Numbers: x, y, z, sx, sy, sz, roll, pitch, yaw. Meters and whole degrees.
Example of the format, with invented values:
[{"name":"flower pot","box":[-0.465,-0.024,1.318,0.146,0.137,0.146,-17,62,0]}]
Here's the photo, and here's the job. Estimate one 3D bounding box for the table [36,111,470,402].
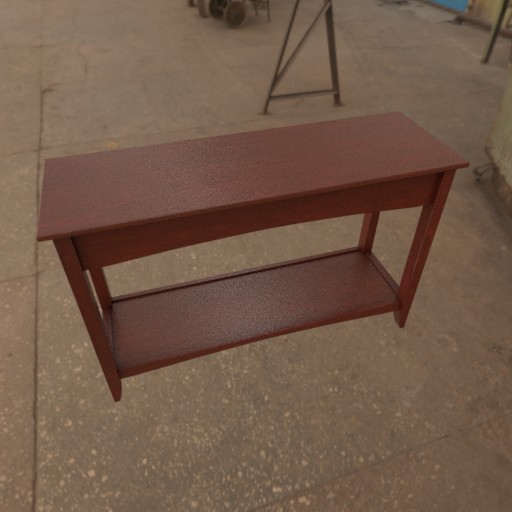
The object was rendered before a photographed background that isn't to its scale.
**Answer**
[{"name":"table","box":[0.000,0.000,1.541,1.188,0.739,0.392,-11,42,-13]}]
